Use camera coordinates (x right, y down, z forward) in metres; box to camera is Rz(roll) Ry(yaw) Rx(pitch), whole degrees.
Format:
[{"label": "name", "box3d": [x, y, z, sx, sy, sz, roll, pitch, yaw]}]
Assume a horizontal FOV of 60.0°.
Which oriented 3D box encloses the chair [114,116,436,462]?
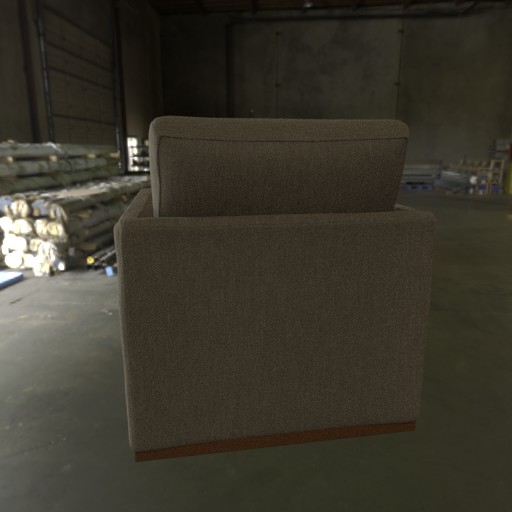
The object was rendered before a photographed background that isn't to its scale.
[{"label": "chair", "box3d": [0.000, 0.000, 1.421, 0.763, 0.811, 0.834, -2, 14, -10]}]
